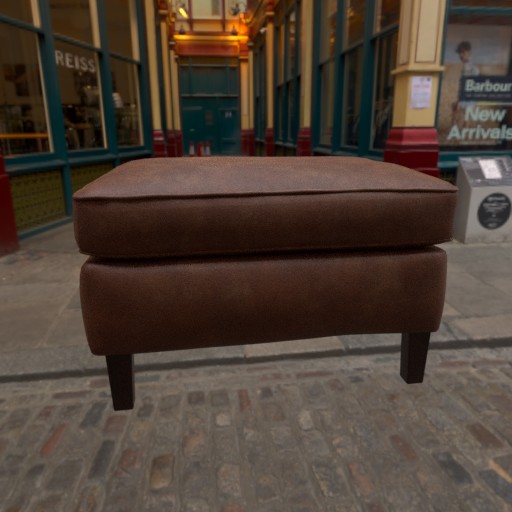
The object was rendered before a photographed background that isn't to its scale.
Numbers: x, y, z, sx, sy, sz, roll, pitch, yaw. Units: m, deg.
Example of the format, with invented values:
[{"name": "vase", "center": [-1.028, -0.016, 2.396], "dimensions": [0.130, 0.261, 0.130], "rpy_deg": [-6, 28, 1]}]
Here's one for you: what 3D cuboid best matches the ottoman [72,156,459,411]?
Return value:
[{"name": "ottoman", "center": [0.000, 0.000, 0.976], "dimensions": [0.665, 0.418, 0.501], "rpy_deg": [-3, 17, -8]}]
